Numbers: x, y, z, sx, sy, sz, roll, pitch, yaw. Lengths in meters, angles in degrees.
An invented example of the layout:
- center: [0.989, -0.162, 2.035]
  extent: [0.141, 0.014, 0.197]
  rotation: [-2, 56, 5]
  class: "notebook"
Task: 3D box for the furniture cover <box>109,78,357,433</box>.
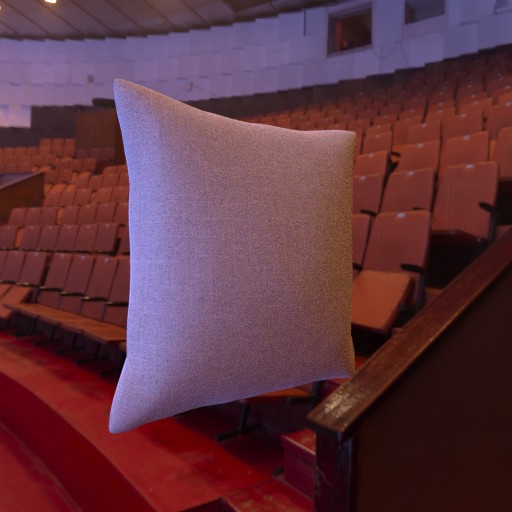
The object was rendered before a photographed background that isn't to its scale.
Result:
- center: [0.000, 0.000, 0.776]
  extent: [0.512, 0.506, 0.178]
  rotation: [-1, 1, -36]
  class: "furniture cover"
